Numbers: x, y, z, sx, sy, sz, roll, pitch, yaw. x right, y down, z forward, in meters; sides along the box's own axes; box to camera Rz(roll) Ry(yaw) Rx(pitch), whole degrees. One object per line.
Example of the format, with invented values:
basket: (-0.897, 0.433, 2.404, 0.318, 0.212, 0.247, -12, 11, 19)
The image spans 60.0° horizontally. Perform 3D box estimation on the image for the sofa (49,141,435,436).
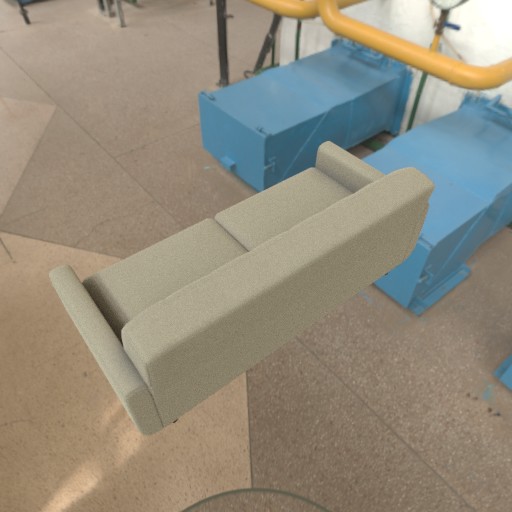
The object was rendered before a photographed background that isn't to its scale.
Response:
sofa: (0.000, 0.000, 2.712, 2.137, 0.892, 0.980, -29, 53, -25)
